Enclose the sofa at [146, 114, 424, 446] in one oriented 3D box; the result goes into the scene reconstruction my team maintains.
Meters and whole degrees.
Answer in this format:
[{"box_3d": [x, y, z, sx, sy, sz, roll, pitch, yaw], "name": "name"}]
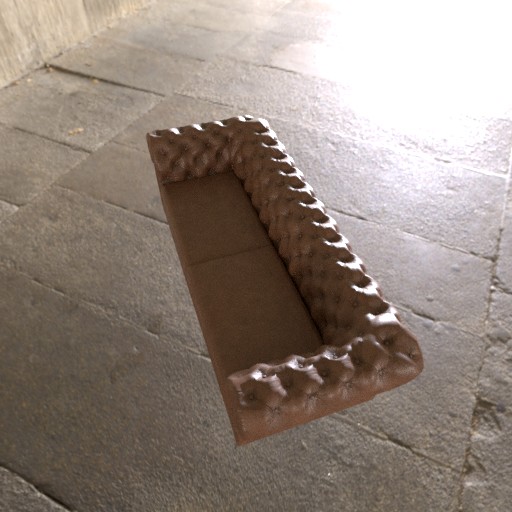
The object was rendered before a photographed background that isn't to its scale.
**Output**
[{"box_3d": [0.000, 0.000, 2.887, 0.944, 0.783, 2.385, -14, 49, -13], "name": "sofa"}]
